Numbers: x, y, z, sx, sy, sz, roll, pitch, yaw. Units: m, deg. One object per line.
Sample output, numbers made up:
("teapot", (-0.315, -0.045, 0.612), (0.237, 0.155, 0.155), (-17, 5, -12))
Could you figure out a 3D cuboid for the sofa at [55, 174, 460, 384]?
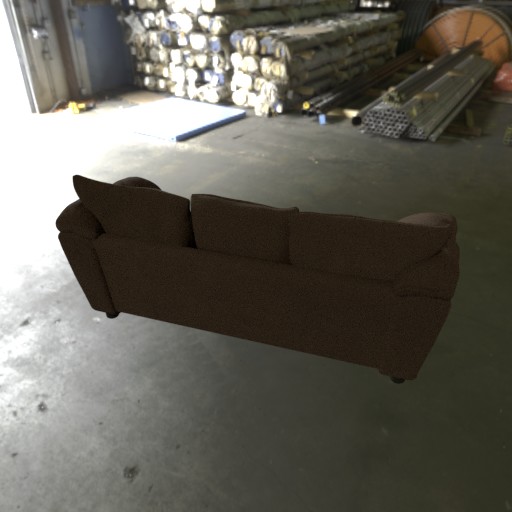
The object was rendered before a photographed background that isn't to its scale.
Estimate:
("sofa", (0.000, 0.000, 2.823), (2.336, 1.015, 0.878), (10, 33, 15))
